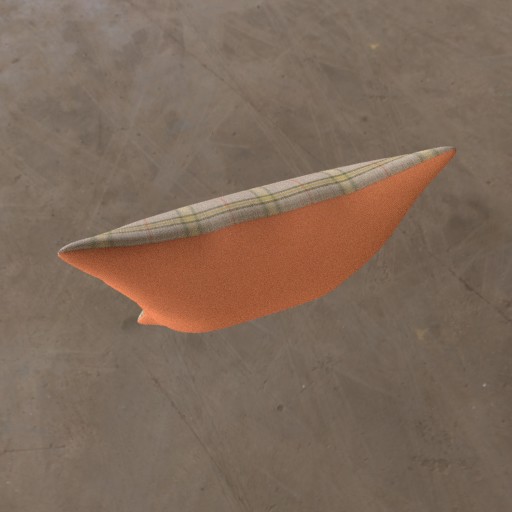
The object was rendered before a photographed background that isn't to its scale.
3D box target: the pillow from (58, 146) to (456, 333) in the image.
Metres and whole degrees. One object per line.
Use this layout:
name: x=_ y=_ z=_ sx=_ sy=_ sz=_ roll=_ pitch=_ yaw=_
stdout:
pillow: x=0.000 y=0.000 z=0.685 sx=0.453 sy=0.430 sz=0.200 roll=-16 pitch=60 yaw=-9
